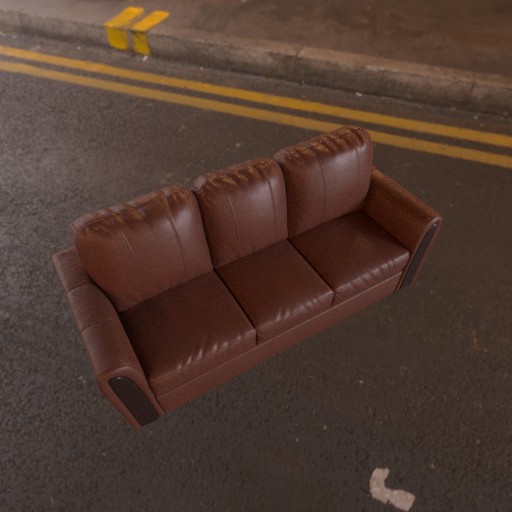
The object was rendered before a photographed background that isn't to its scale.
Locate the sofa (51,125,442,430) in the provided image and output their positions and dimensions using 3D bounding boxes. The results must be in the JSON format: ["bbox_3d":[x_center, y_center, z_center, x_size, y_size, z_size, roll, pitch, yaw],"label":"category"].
[{"bbox_3d":[0.000,0.000,2.330,1.862,0.915,0.802,-23,51,-21],"label":"sofa"}]
